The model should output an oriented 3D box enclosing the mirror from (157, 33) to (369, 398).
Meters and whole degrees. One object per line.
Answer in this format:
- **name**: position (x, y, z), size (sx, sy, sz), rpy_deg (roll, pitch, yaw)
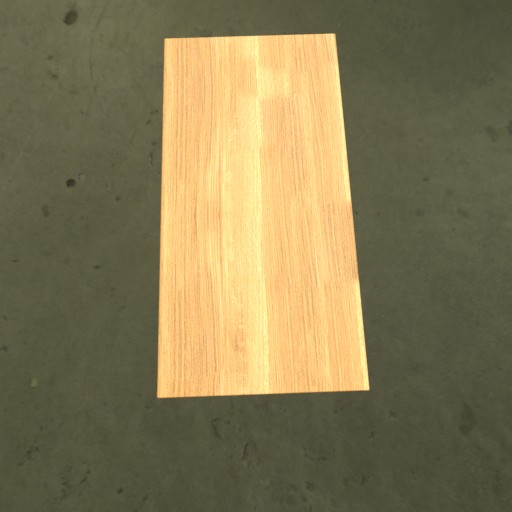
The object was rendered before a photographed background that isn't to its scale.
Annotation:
- **mirror**: position (0.000, 0.000, 1.416), size (0.400, 1.000, 0.800), rpy_deg (-2, 75, -1)
